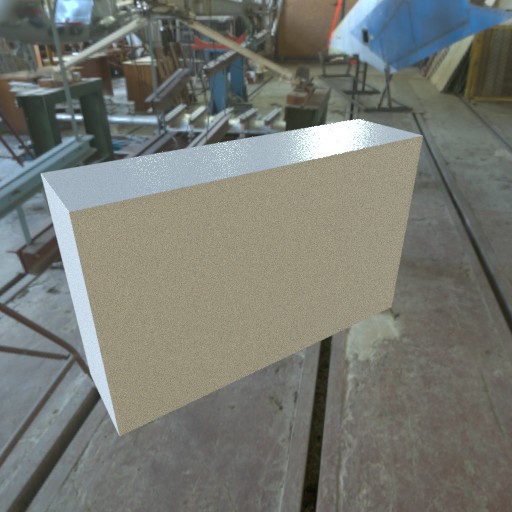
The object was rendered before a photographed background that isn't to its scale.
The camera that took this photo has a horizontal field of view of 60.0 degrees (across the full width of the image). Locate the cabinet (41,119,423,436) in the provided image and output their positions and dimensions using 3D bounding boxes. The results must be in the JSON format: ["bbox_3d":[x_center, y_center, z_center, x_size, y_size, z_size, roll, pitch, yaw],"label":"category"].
[{"bbox_3d":[0.000,0.000,1.891,1.450,0.900,0.380,-18,34,-29],"label":"cabinet"}]
